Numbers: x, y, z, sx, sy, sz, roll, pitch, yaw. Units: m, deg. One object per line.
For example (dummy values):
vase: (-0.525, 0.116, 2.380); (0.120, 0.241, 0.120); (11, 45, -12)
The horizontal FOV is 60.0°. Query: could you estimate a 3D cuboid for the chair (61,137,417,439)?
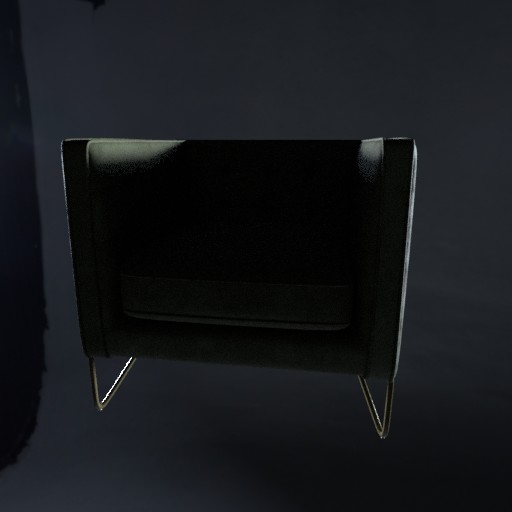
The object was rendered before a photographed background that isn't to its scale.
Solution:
chair: (0.000, 0.000, 1.534); (0.880, 0.790, 0.894); (2, 14, 9)
